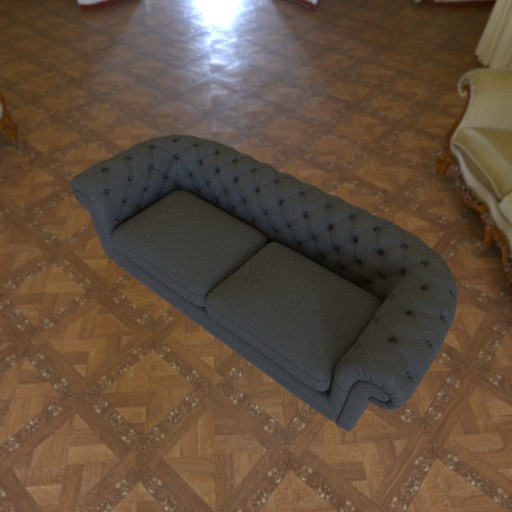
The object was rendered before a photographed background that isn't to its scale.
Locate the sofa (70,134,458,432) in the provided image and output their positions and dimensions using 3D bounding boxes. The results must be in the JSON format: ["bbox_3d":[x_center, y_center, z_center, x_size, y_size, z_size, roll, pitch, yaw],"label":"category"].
[{"bbox_3d":[0.000,0.000,2.784,2.362,0.762,0.991,31,53,26],"label":"sofa"}]
